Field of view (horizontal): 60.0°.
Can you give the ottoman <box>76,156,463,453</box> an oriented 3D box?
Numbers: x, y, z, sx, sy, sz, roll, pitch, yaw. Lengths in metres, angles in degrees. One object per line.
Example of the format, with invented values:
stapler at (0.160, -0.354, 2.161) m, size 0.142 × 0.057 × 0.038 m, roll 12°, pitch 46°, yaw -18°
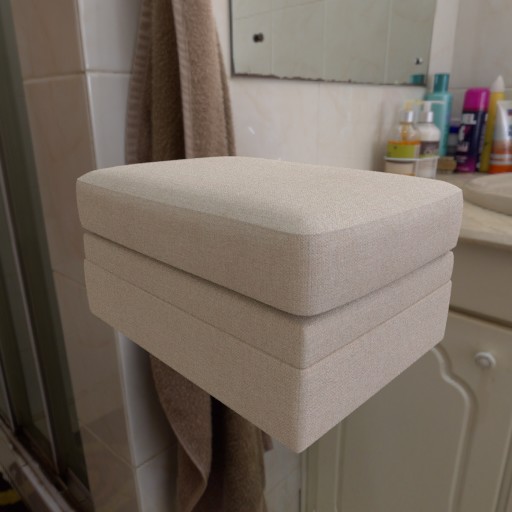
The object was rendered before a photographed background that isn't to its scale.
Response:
ottoman at (0.000, 0.000, 1.219) m, size 0.637 × 0.478 × 0.885 m, roll -17°, pitch 25°, yaw -42°
